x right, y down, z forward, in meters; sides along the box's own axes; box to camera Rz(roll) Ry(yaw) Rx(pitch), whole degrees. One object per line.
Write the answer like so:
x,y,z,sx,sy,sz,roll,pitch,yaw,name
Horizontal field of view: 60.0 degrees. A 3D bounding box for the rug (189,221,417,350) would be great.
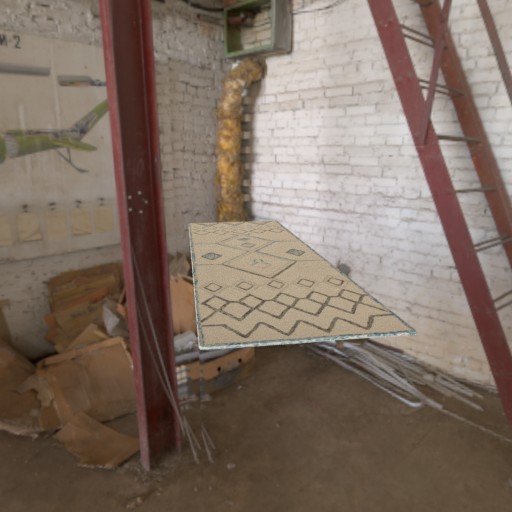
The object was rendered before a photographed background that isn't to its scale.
0.000,0.000,2.675,0.770,0.013,2.434,-2,14,-9,rug
